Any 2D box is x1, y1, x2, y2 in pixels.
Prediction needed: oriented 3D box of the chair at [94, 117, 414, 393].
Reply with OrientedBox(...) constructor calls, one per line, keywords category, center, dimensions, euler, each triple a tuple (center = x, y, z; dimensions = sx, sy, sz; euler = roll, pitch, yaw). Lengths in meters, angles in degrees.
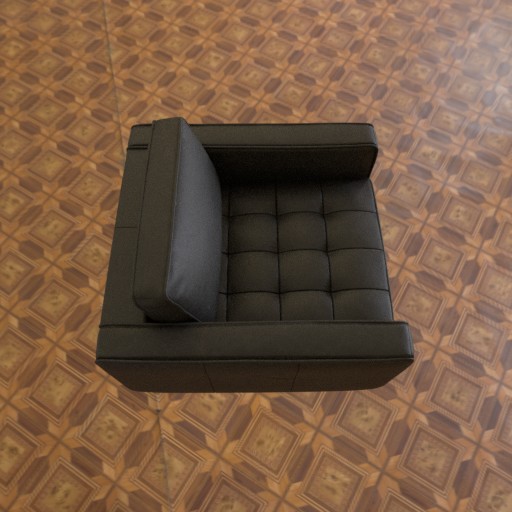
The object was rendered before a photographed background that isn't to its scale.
OrientedBox(category="chair", center=(0.000, 0.000, 1.589), dimensions=(0.914, 0.763, 0.889), euler=(-1, 63, 0))
